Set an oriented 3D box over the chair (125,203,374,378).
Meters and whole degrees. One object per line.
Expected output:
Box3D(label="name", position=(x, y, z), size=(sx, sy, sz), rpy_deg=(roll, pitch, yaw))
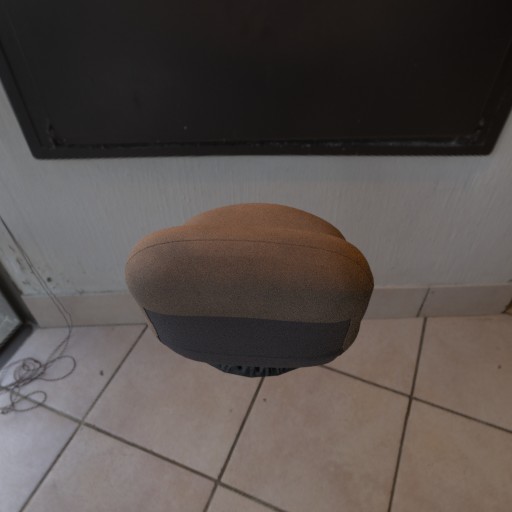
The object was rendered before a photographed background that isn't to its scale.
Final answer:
Box3D(label="chair", position=(0.000, 0.000, 1.063), size=(0.521, 0.594, 0.597), rpy_deg=(3, 47, 3))
